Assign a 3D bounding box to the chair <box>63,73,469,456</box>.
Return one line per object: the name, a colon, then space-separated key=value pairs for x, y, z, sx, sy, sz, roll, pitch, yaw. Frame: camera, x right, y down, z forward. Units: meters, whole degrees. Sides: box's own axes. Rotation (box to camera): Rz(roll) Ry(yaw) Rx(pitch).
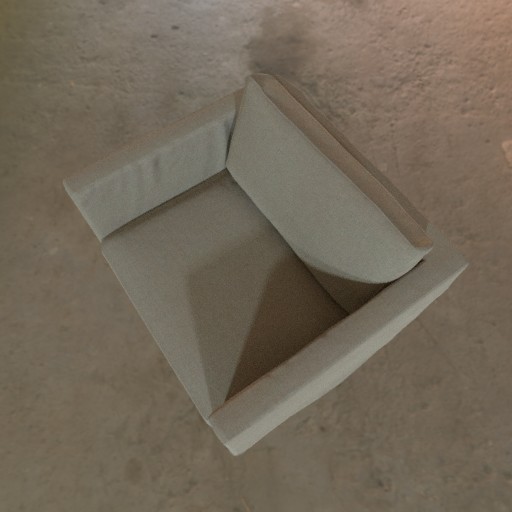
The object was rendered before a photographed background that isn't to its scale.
chair: x=0.000 y=0.000 z=1.680 sx=0.949 sy=0.863 sz=1.057 roll=-32 pitch=68 yaw=-15
